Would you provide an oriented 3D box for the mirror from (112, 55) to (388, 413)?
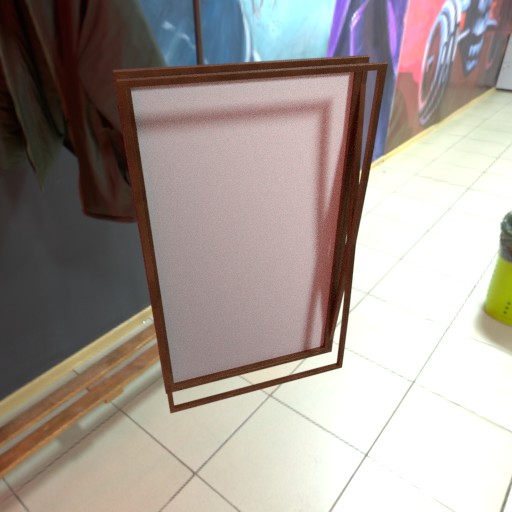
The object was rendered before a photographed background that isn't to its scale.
[{"bbox_3d":[0.000,0.000,0.960,0.468,0.768,0.082,-10,34,-15],"label":"mirror"}]
